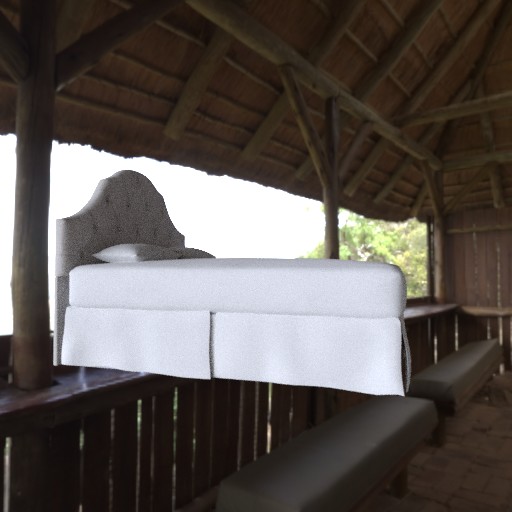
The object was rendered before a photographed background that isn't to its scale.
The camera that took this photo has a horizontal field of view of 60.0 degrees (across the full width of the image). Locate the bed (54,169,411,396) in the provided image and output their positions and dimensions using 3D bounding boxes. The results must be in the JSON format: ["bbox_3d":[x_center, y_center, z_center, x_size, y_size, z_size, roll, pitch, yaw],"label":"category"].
[{"bbox_3d":[0.000,0.000,3.793,2.477,1.617,2.039,0,-1,18],"label":"bed"}]
